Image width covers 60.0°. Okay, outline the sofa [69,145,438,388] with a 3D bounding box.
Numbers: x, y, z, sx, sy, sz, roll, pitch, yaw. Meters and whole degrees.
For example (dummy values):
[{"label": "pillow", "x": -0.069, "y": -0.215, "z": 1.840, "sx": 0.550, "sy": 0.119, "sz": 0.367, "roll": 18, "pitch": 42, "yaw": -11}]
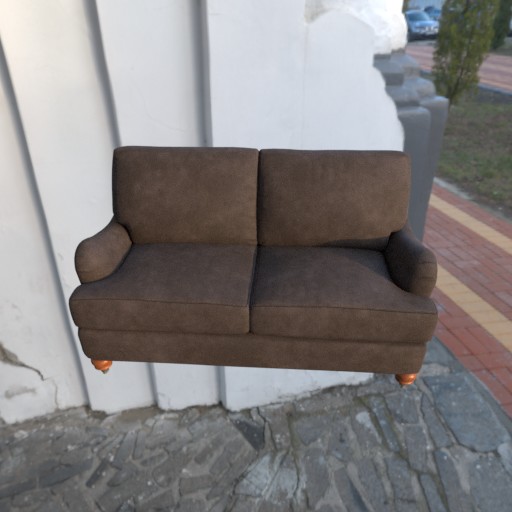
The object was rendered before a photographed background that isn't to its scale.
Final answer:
[{"label": "sofa", "x": 0.000, "y": 0.000, "z": 2.567, "sx": 1.853, "sy": 1.101, "sz": 1.084, "roll": 2, "pitch": 29, "yaw": 3}]
